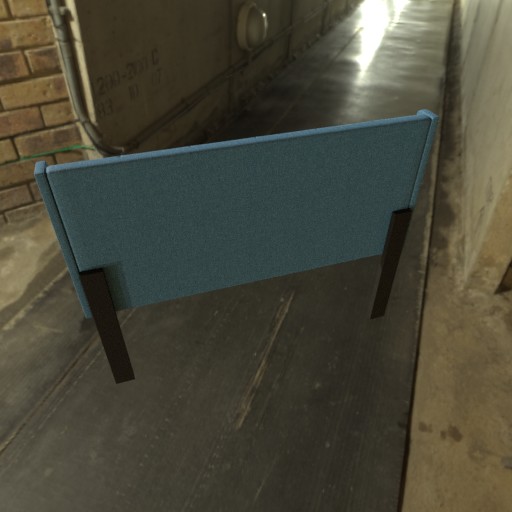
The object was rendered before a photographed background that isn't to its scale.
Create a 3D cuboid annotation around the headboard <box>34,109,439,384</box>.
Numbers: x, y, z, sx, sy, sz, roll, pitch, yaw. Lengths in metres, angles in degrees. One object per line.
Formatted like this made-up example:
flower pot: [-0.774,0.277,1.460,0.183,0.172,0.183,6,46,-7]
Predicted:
headboard: [0.000,0.000,2.680,2.051,1.524,0.184,-11,41,-13]
